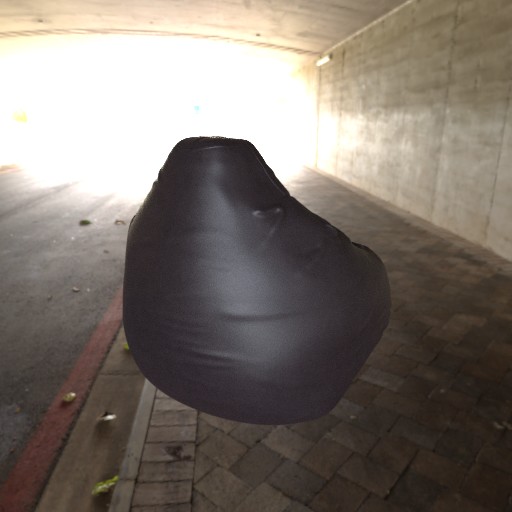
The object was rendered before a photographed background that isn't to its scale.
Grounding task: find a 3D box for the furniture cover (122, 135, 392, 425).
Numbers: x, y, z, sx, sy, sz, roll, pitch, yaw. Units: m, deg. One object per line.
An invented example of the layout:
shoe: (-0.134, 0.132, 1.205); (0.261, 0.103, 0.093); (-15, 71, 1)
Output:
furniture cover: (0.000, 0.000, 1.855); (1.070, 0.990, 1.070); (9, 19, 26)
